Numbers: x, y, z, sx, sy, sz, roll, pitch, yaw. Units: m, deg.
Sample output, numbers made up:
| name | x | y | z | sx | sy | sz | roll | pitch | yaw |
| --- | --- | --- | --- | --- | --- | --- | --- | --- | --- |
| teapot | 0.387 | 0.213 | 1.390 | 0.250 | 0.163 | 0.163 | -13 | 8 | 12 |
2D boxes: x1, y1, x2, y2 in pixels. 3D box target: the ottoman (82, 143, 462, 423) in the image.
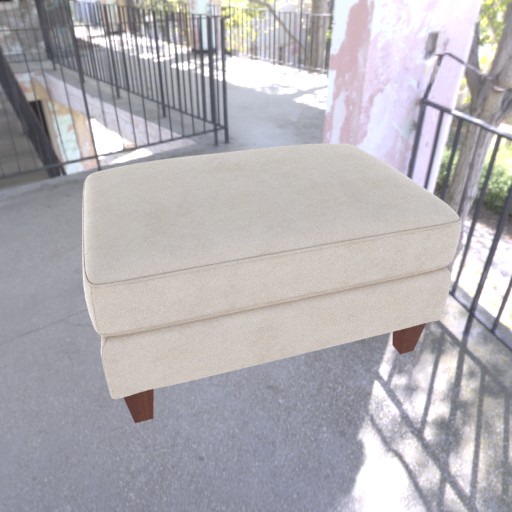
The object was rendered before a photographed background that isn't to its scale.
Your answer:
| name | x | y | z | sx | sy | sz | roll | pitch | yaw |
| --- | --- | --- | --- | --- | --- | --- | --- | --- | --- |
| ottoman | 0.000 | 0.000 | 1.226 | 0.864 | 0.483 | 0.584 | -10 | 34 | -15 |
